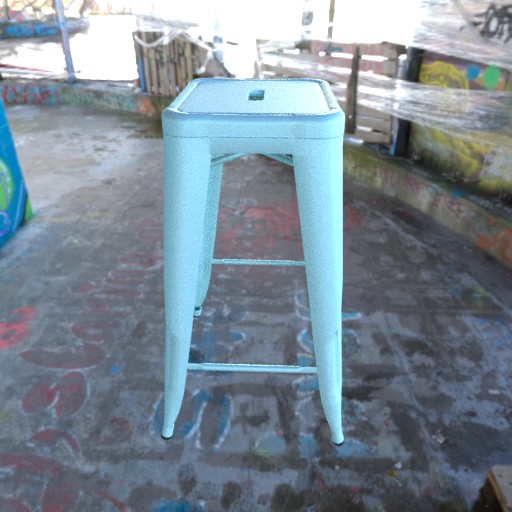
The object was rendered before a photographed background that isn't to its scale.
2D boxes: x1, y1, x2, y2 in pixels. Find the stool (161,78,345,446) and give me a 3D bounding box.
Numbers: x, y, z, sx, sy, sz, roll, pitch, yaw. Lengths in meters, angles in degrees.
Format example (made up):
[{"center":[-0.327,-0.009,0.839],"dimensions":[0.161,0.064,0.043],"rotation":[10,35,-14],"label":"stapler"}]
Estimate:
[{"center":[0.000,0.000,0.866],"dimensions":[0.359,0.609,0.399],"rotation":[1,31,2],"label":"stool"}]
